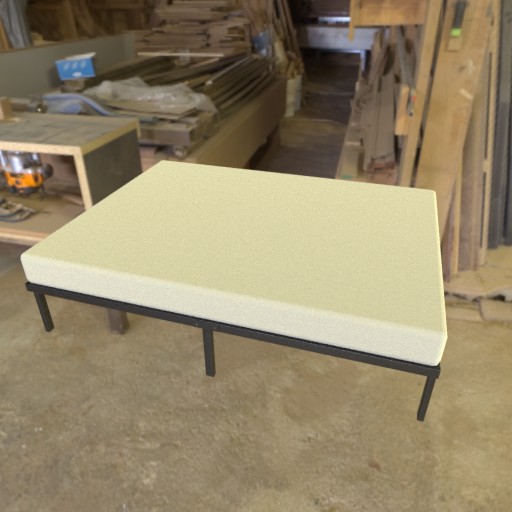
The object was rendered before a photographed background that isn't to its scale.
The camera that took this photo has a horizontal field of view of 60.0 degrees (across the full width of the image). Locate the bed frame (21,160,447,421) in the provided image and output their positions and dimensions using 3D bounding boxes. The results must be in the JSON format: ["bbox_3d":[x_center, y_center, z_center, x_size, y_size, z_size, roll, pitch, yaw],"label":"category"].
[{"bbox_3d":[0.000,0.000,3.494,2.635,0.680,1.990,9,32,15],"label":"bed frame"}]
